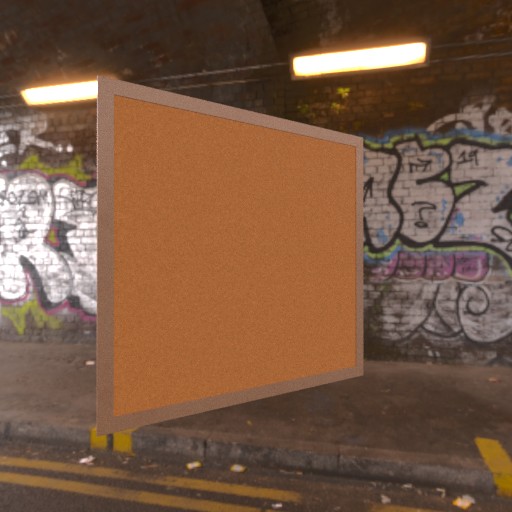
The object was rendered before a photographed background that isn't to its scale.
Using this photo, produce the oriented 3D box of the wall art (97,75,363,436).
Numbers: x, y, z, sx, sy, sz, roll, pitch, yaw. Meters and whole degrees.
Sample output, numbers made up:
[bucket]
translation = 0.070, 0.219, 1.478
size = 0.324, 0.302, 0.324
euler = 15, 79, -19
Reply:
[wall art]
translation = 0.000, 0.000, 1.659
size = 1.168, 1.067, 0.025
euler = 0, 0, -36
